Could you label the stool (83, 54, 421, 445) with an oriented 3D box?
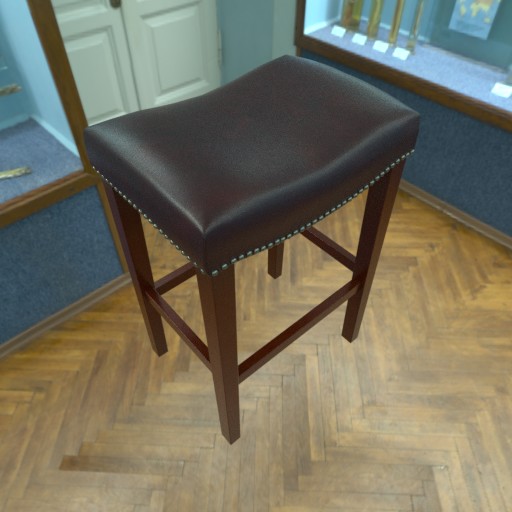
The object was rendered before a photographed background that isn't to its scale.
[{"bbox_3d":[0.000,0.000,1.032,0.504,0.742,0.372,-32,54,-27],"label":"stool"}]
